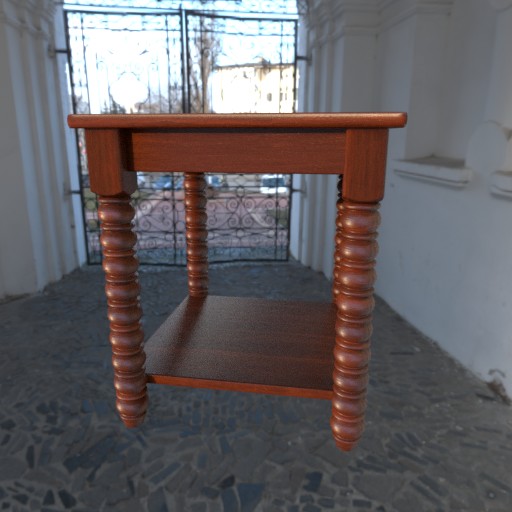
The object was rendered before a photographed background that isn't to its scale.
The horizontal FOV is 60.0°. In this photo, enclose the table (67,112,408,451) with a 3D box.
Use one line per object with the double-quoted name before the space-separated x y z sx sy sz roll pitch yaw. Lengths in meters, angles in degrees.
"table" 0.000 0.000 0.958 0.500 0.567 0.533 3 16 9
